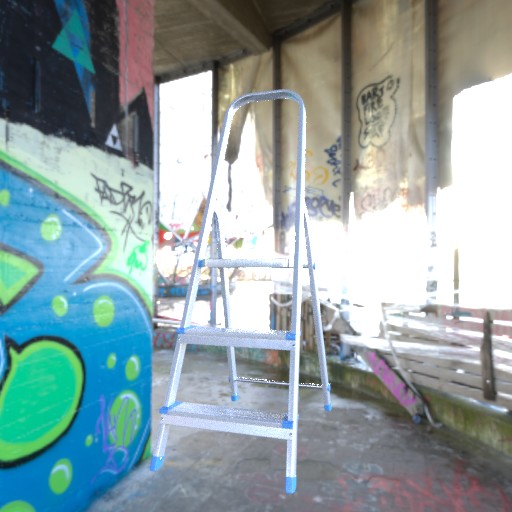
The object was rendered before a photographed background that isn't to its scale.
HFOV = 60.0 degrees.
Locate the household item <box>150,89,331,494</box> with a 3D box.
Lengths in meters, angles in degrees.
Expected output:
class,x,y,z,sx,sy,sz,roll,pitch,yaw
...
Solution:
class,x,y,z,sx,sy,sz,roll,pitch,yaw
household item,0.000,0.000,1.520,0.420,1.215,0.687,0,-1,18
